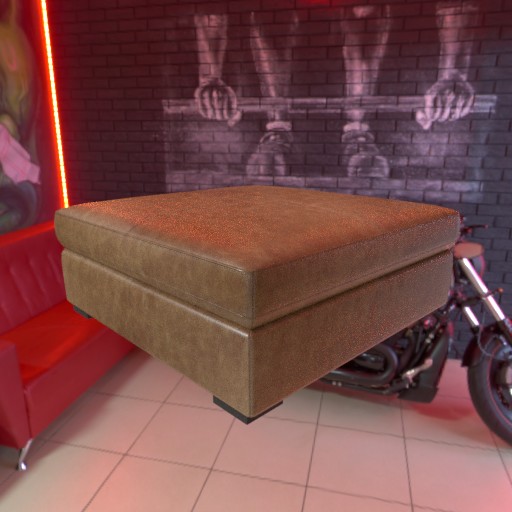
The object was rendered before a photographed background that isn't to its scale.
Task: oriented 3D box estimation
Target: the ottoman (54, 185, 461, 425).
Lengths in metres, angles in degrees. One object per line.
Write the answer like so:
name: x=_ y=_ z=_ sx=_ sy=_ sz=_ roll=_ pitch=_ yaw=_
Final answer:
ottoman: x=0.000 y=0.000 z=1.815 sx=1.169 sy=0.483 sz=1.168 roll=-14 pitch=21 yaw=-42
